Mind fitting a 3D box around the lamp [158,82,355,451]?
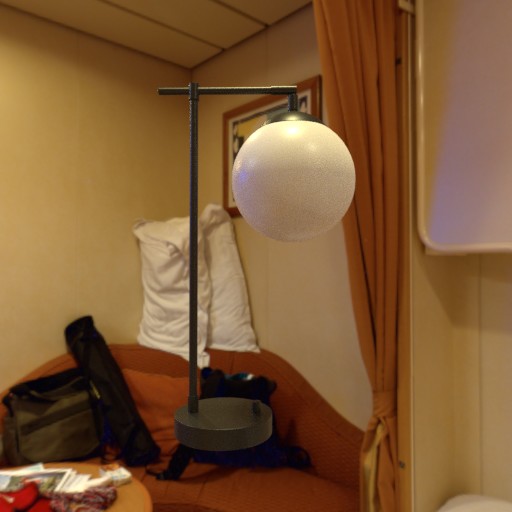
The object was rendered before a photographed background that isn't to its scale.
[{"bbox_3d":[0.000,0.000,0.713,0.316,0.559,0.197,0,-1,1],"label":"lamp"}]
